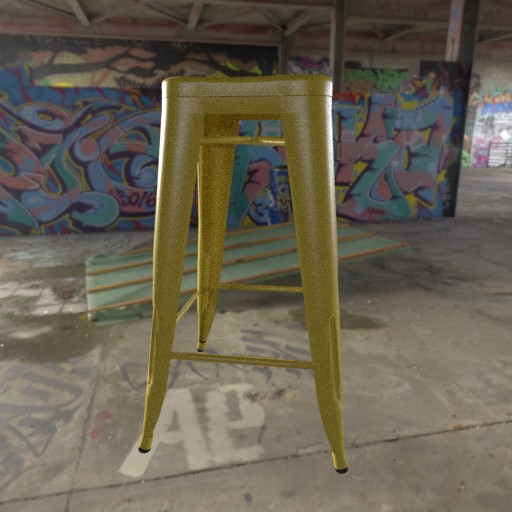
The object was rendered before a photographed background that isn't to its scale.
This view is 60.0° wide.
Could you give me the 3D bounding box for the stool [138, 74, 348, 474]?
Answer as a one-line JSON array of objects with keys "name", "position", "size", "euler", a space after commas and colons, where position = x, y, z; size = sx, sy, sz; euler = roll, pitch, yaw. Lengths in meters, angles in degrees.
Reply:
[{"name": "stool", "position": [0.000, 0.000, 0.843], "size": [0.359, 0.609, 0.399], "euler": [2, 15, 8]}]
